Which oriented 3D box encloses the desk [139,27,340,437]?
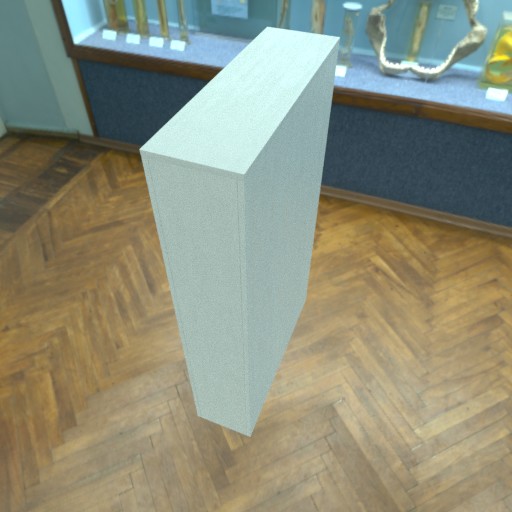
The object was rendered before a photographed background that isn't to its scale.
[{"bbox_3d":[0.000,0.000,1.592,0.250,1.280,0.750,16,48,15],"label":"desk"}]
